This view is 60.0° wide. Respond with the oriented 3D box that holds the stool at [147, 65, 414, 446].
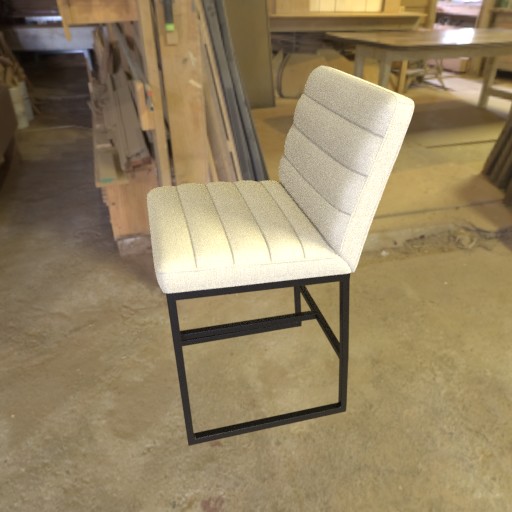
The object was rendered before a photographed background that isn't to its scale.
[{"bbox_3d":[0.000,0.000,1.259,0.560,0.940,0.460,-8,32,-12],"label":"stool"}]
